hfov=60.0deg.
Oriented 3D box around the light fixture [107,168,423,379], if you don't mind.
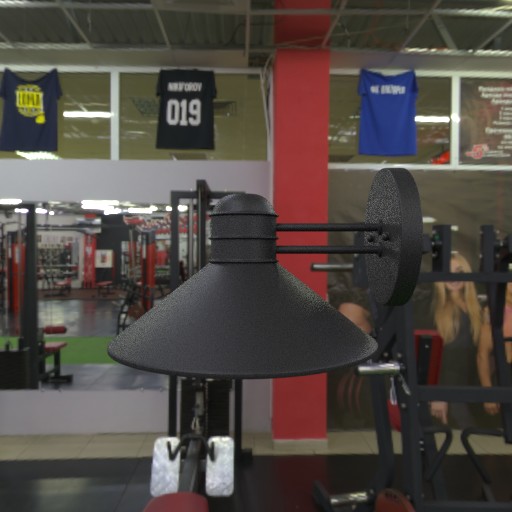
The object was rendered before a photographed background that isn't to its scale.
[{"bbox_3d":[0.000,0.000,0.677,0.434,0.265,0.396,0,1,1],"label":"light fixture"}]
